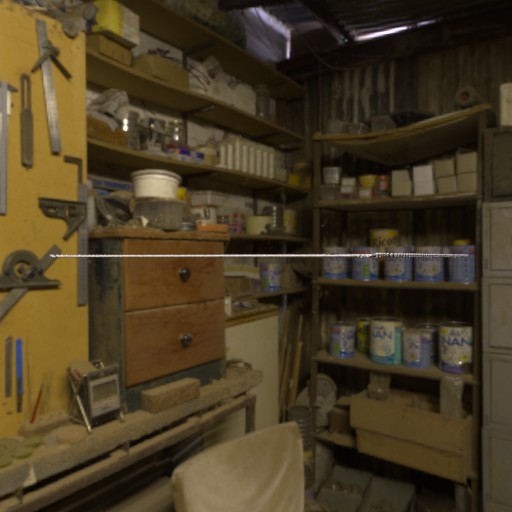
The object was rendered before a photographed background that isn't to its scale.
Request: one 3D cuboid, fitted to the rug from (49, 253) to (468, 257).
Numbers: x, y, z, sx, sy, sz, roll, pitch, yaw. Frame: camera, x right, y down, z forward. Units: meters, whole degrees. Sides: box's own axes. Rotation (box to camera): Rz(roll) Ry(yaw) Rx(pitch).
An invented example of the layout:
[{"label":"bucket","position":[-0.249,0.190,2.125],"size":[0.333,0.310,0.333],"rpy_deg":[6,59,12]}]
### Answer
[{"label":"rug","position":[0.000,0.000,2.973],"size":[2.312,0.017,1.613],"rpy_deg":[0,0,37]}]
